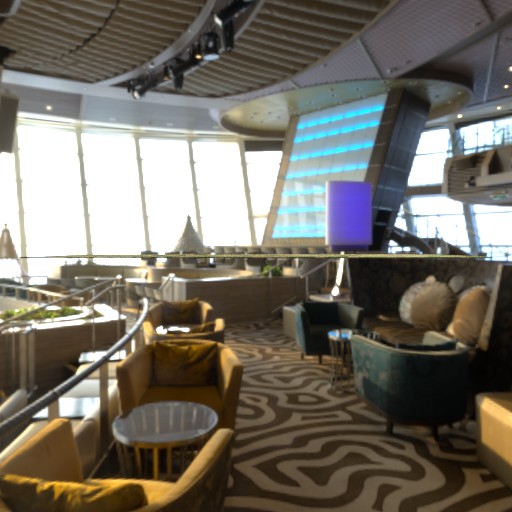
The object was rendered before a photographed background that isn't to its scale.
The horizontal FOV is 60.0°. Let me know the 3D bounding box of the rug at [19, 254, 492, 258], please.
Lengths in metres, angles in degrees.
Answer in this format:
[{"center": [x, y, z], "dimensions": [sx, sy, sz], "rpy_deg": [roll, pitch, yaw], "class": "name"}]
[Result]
[{"center": [0.000, 0.000, 2.661], "dimensions": [2.438, 0.006, 0.761], "rpy_deg": [0, 1, 0], "class": "rug"}]
